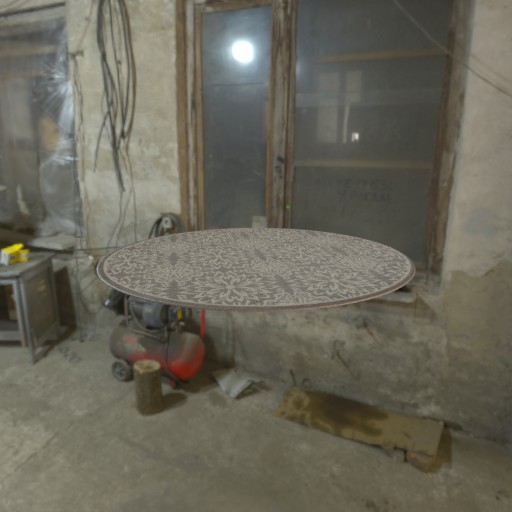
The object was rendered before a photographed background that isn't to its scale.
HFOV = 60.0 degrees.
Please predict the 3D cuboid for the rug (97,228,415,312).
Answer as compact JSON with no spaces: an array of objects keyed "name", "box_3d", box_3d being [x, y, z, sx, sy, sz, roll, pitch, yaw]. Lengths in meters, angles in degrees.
[{"name":"rug","box_3d":[0.000,0.000,2.345,1.593,0.012,1.593,0,14,0]}]
